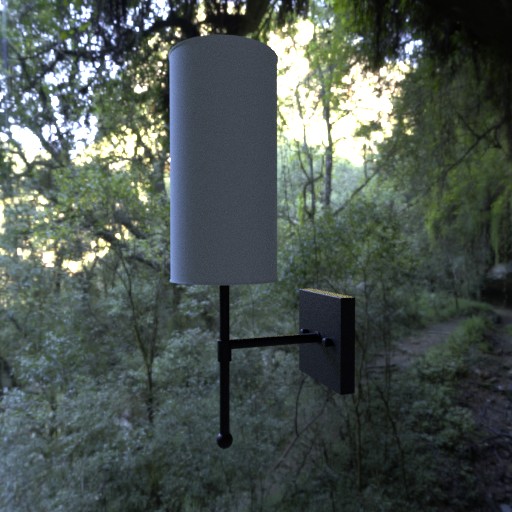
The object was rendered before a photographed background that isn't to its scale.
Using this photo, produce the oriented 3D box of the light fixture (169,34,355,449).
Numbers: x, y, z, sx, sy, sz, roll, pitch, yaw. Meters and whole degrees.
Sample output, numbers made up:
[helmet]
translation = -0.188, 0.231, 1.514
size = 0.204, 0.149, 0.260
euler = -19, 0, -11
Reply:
[light fixture]
translation = 0.000, 0.000, 0.541
size = 0.208, 0.462, 0.128
euler = 0, 1, -20
